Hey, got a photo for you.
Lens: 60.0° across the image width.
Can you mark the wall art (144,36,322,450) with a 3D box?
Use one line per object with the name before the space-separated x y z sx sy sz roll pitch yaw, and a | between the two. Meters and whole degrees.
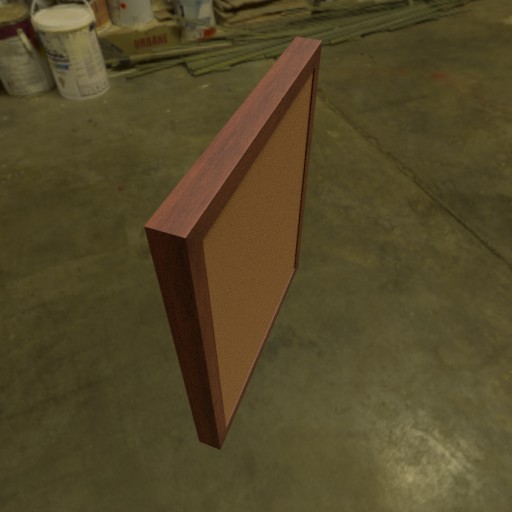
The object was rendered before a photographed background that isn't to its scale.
wall art | 0.000 0.000 0.530 0.030 0.381 0.330 16 49 14
